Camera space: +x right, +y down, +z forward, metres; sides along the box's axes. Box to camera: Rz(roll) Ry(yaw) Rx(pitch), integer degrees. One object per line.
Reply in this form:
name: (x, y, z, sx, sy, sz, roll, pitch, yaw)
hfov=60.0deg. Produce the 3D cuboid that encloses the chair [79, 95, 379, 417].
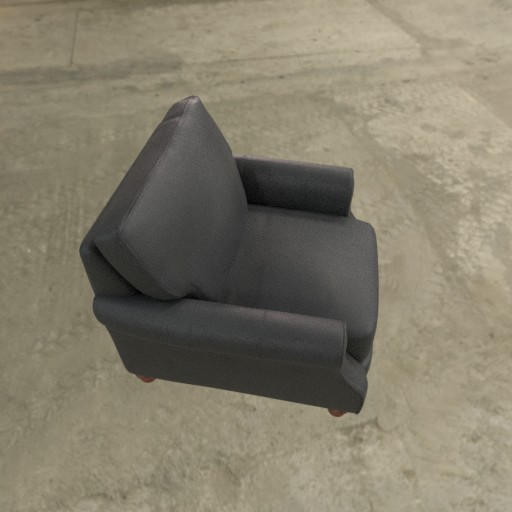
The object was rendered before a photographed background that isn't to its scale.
chair: (0.000, 0.000, 1.764, 1.027, 0.960, 1.015, 11, 48, 10)
